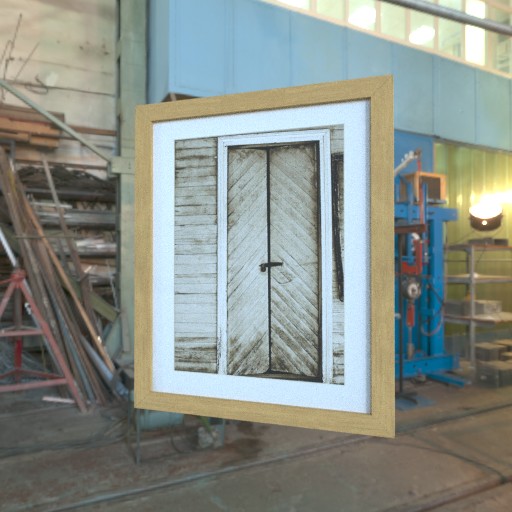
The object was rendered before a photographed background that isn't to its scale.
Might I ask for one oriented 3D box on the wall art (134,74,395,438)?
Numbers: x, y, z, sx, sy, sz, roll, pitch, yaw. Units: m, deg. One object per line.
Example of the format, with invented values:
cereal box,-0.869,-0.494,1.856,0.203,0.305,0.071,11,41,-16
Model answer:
wall art,0.000,0.000,0.524,0.312,0.380,0.030,0,-1,18
